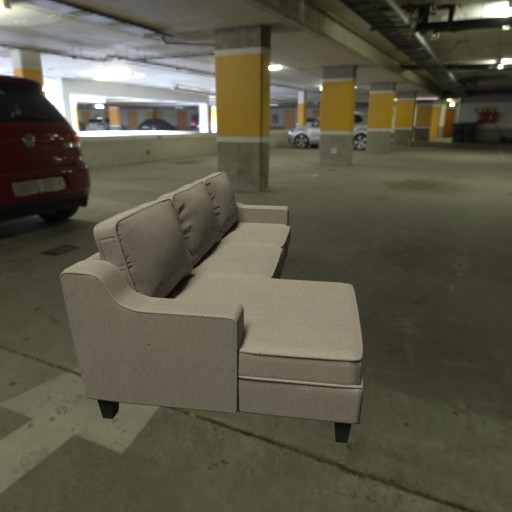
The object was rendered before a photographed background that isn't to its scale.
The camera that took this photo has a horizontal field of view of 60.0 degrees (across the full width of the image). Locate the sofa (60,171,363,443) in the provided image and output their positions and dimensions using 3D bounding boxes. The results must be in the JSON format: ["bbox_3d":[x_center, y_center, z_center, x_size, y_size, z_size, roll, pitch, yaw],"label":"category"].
[{"bbox_3d":[0.000,0.000,3.052,1.294,0.928,2.561,3,17,8],"label":"sofa"}]
